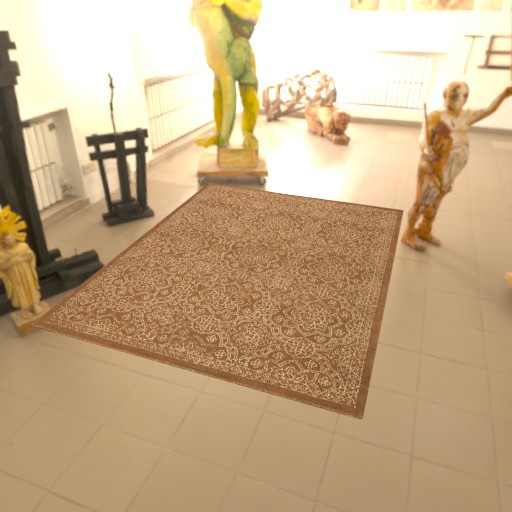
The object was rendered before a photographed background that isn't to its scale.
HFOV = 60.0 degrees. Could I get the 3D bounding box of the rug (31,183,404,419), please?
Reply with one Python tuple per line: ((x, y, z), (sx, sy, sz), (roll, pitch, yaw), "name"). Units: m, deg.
((0.000, 0.000, 4.156), (2.441, 0.015, 3.050), (11, 32, 17), "rug")
